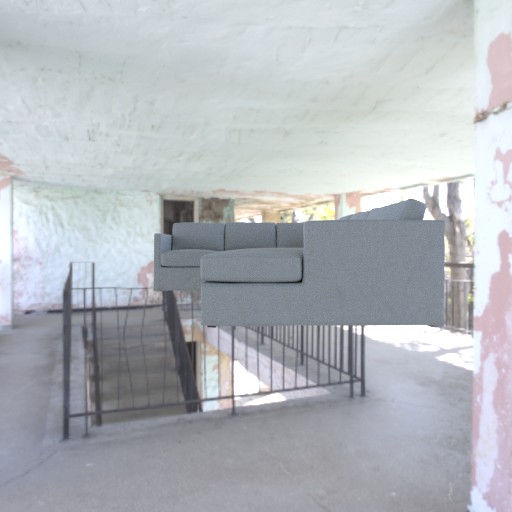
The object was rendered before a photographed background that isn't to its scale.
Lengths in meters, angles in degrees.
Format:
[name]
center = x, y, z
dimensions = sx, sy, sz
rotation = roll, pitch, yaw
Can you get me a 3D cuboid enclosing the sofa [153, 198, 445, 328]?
[sofa]
center = 0.000, 0.000, 4.557
dimensions = 2.427, 0.882, 3.460
rotation = 0, 1, -1
